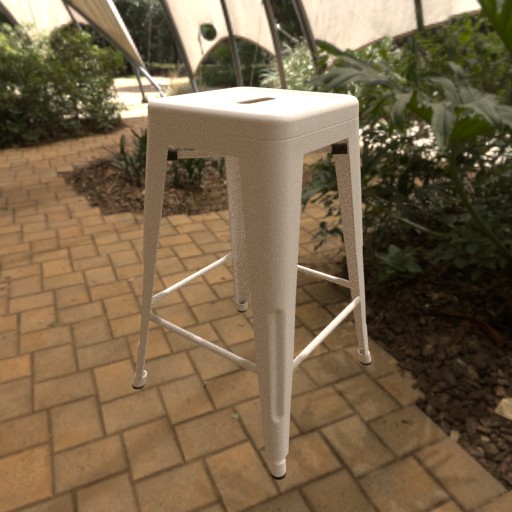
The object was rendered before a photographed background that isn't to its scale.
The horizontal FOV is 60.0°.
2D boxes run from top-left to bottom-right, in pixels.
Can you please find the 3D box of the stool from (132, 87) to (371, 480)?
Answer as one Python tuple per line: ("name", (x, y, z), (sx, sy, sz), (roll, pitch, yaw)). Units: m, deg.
("stool", (0.000, 0.000, 0.898), (0.406, 0.610, 0.406), (18, 32, 32))
